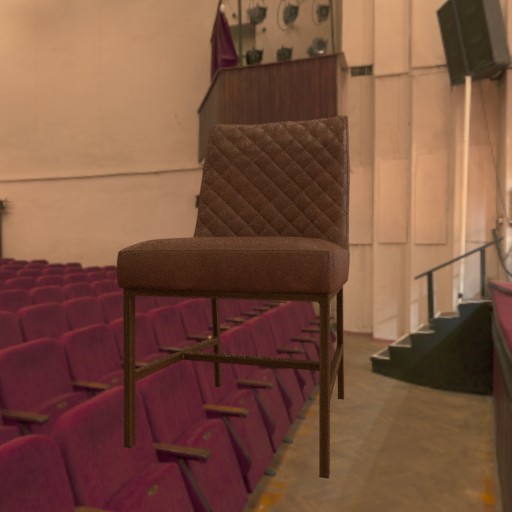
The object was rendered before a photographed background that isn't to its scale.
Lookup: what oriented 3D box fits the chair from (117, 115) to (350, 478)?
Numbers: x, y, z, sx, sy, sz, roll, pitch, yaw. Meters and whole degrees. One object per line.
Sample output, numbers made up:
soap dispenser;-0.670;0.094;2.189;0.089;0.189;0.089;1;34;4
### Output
chair;0.000;0.000;1.218;0.508;0.889;0.587;0;1;17
